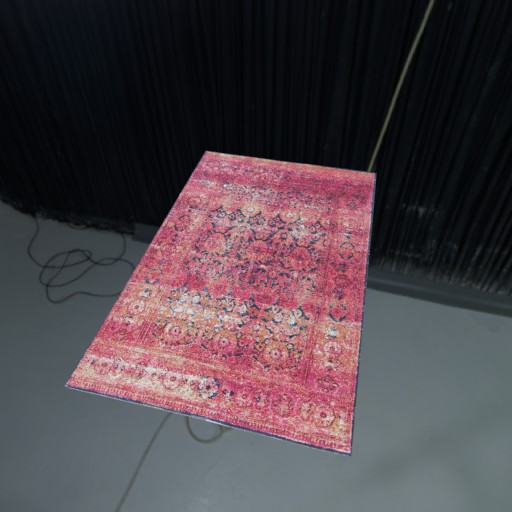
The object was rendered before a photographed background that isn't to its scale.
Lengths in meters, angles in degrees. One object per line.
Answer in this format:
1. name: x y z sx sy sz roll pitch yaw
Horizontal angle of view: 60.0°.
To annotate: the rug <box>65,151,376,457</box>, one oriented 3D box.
1. rug: 0.000 0.000 3.099 1.539 0.018 2.449 10 46 10
